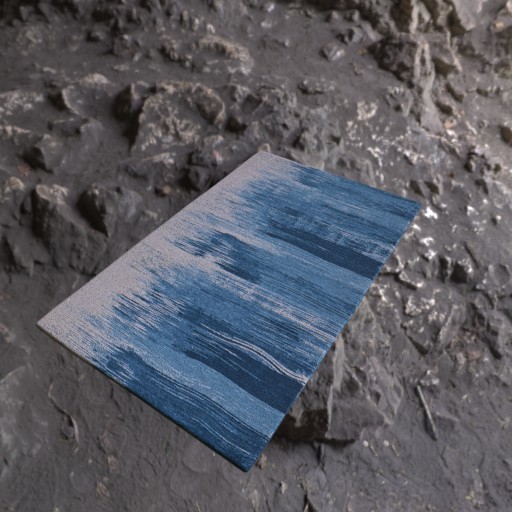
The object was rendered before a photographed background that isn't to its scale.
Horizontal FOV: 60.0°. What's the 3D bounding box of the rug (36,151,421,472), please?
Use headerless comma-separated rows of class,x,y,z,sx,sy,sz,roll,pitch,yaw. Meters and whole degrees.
rug,0.000,0.000,3.040,1.540,0.027,2.450,24,48,24
